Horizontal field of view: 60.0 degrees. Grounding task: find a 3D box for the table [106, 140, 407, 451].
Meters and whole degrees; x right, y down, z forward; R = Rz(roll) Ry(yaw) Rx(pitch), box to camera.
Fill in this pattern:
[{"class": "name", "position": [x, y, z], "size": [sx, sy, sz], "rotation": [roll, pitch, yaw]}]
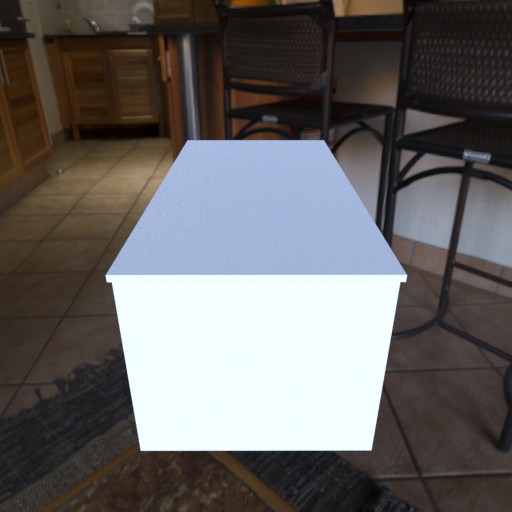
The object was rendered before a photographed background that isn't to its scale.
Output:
[{"class": "table", "position": [0.000, 0.000, 1.279], "size": [0.500, 0.441, 1.000], "rotation": [0, 27, 0]}]
